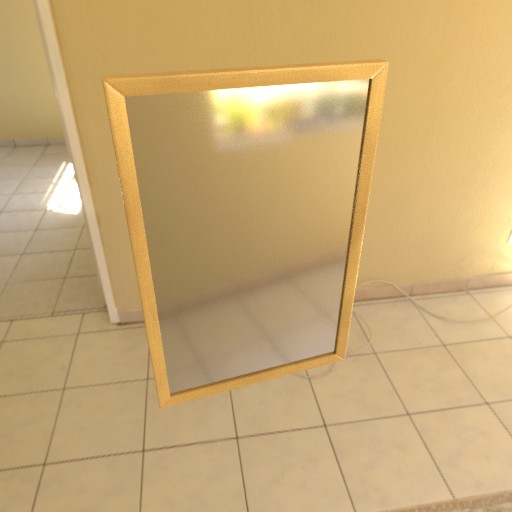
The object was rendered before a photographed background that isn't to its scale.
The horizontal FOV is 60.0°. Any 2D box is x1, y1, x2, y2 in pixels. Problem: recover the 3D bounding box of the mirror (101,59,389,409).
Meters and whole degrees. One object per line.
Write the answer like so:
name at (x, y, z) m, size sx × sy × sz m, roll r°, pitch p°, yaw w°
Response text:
mirror at (0.000, 0.000, 1.155) m, size 0.609 × 0.915 × 0.040 m, roll -10°, pitch 34°, yaw -16°
